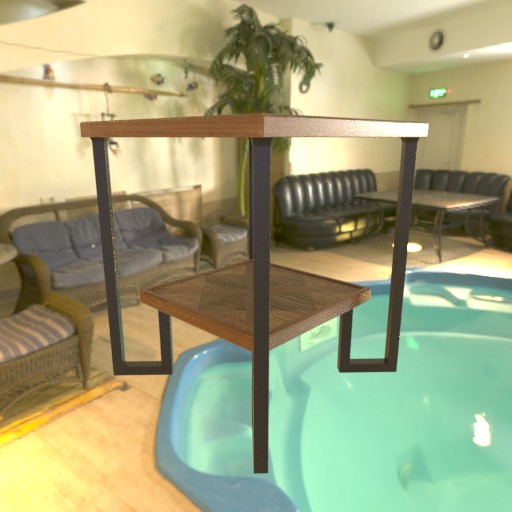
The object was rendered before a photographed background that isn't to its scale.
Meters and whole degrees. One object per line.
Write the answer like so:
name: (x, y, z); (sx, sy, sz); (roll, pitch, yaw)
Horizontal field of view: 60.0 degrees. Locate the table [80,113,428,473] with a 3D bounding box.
table: (0.000, 0.000, 0.974); (0.503, 0.563, 0.503); (14, 20, 42)
